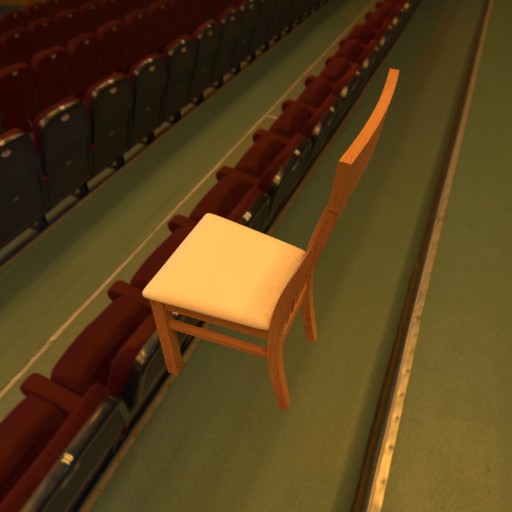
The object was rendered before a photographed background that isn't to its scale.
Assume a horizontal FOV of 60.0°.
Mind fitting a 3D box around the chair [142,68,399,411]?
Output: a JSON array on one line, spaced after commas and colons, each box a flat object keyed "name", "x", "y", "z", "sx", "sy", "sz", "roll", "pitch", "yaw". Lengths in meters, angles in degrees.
[{"name": "chair", "x": 0.000, "y": 0.000, "z": 1.354, "sx": 0.580, "sy": 1.050, "sz": 0.450, "roll": 17, "pitch": 46, "yaw": 17}]
